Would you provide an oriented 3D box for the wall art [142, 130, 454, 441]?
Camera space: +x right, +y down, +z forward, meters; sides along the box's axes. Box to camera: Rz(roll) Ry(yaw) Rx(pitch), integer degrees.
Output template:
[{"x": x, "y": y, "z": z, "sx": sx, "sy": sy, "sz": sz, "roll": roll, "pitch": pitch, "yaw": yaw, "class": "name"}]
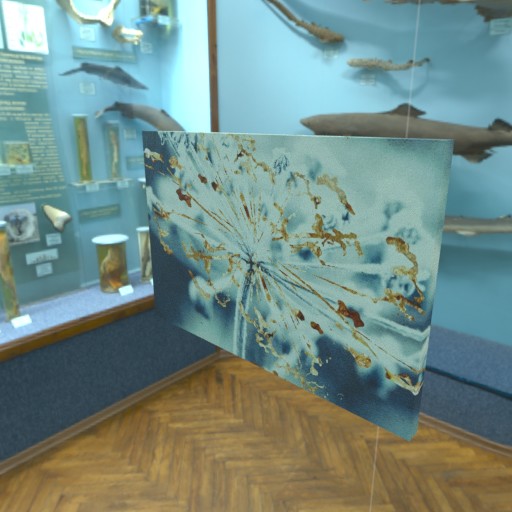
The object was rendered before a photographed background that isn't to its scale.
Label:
[{"x": 0.000, "y": 0.000, "z": 1.146, "sx": 0.912, "sy": 0.608, "sz": 0.038, "roll": 16, "pitch": 23, "yaw": 41, "class": "wall art"}]
